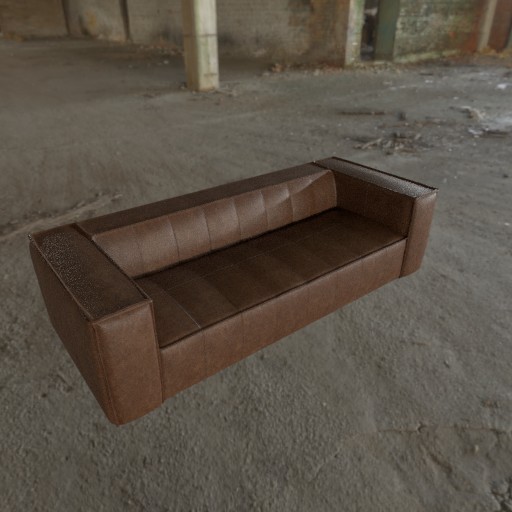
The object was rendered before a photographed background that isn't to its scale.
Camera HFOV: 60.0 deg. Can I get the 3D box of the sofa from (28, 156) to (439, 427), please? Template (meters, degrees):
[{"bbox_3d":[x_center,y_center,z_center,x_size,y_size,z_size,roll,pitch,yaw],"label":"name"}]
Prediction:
[{"bbox_3d":[0.000,0.000,3.022,2.581,0.701,1.102,-21,35,-32],"label":"sofa"}]
